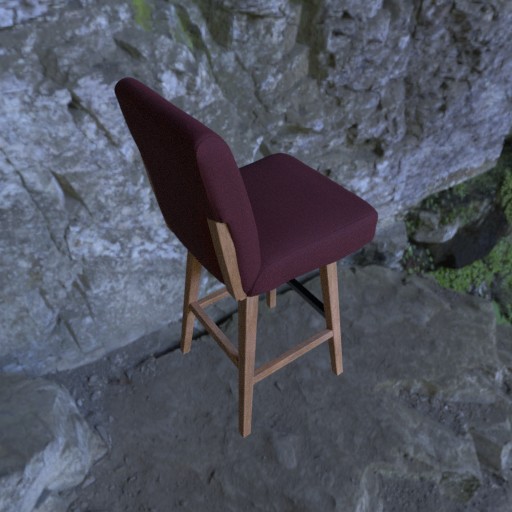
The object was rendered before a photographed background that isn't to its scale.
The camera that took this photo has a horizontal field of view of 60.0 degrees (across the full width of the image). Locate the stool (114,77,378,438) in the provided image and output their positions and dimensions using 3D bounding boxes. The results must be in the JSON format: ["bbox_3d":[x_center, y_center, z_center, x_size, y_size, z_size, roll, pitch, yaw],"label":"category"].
[{"bbox_3d":[0.000,0.000,1.386,0.562,1.093,0.468,-24,46,-26],"label":"stool"}]
